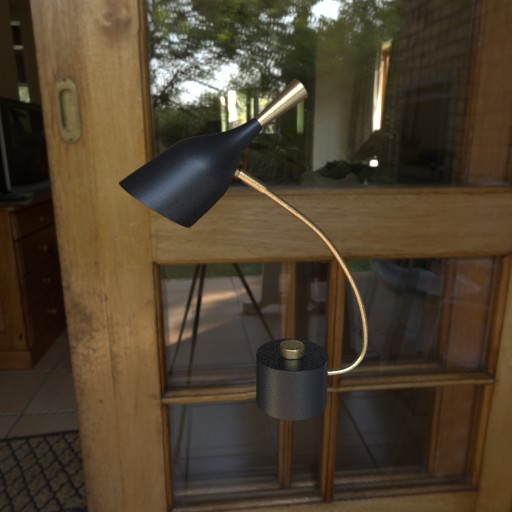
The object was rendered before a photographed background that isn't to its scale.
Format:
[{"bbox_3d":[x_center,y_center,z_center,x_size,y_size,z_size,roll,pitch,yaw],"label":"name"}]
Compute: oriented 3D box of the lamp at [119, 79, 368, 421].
[{"bbox_3d":[0.000,0.000,0.618,0.352,0.464,0.110,-3,15,-11],"label":"lamp"}]
